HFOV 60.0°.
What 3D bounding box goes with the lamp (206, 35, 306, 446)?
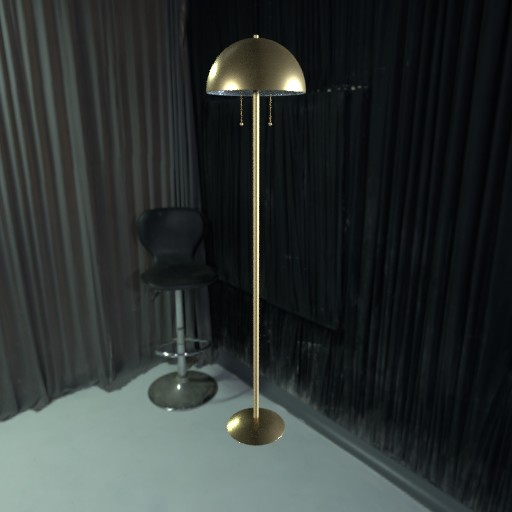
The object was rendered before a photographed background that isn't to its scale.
[{"bbox_3d":[0.000,0.000,1.638,0.328,1.480,0.328,-16,23,-42],"label":"lamp"}]
